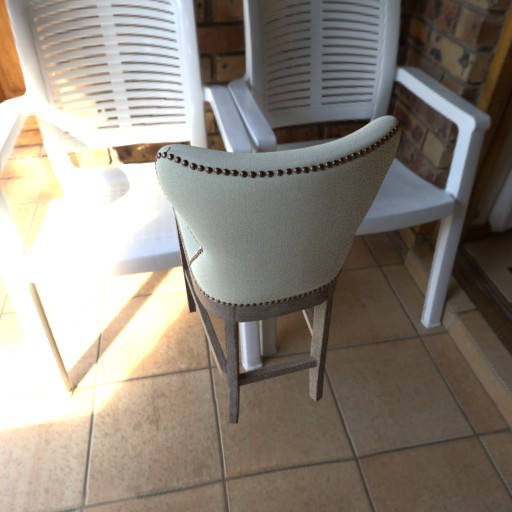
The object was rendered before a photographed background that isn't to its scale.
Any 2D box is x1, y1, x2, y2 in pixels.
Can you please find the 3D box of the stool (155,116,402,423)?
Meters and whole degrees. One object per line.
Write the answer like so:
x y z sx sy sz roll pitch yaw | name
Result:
0.000 0.000 1.301 0.498 0.981 0.608 -11 43 -12 | stool
